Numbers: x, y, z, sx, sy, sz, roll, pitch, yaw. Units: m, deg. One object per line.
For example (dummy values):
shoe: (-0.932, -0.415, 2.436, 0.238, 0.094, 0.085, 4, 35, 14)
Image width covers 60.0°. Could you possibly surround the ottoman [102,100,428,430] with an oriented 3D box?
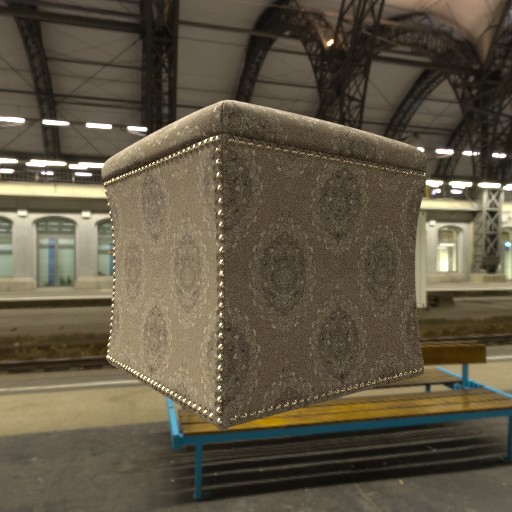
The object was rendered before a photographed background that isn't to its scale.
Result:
ottoman: (0.000, 0.000, 0.912, 0.497, 0.473, 0.507, 0, 0, -36)
